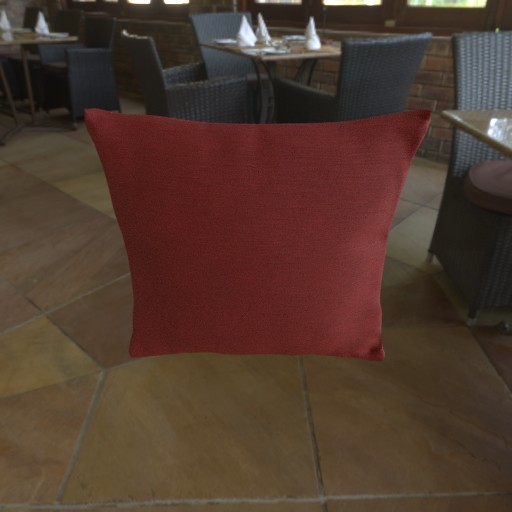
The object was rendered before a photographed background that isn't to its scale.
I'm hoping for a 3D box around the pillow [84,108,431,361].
[{"bbox_3d":[0.000,0.000,0.646,0.435,0.416,0.151,1,30,1],"label":"pillow"}]
